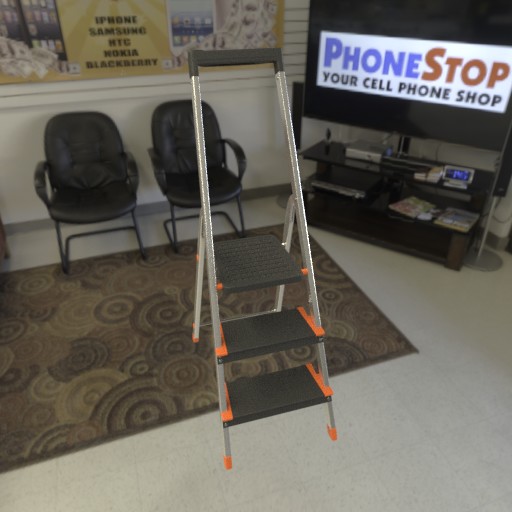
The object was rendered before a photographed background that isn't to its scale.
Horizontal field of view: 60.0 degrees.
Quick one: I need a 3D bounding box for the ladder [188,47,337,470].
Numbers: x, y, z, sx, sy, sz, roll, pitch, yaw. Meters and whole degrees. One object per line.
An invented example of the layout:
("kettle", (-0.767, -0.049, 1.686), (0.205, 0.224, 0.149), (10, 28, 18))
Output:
("ladder", (0.000, 0.000, 1.501), (0.416, 1.229, 0.686), (-9, 33, -14))
